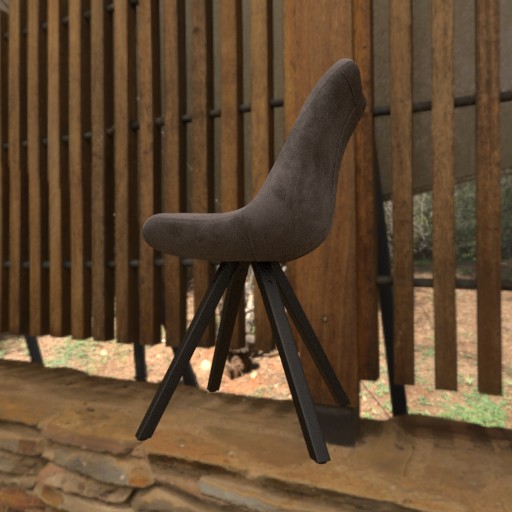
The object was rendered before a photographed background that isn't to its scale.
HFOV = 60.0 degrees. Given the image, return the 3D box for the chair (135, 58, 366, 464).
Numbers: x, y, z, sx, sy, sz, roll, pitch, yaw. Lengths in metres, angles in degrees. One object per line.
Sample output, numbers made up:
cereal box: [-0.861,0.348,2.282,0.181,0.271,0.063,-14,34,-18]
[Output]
chair: [0.000,0.000,1.156,0.550,0.850,0.485,0,-1,18]
